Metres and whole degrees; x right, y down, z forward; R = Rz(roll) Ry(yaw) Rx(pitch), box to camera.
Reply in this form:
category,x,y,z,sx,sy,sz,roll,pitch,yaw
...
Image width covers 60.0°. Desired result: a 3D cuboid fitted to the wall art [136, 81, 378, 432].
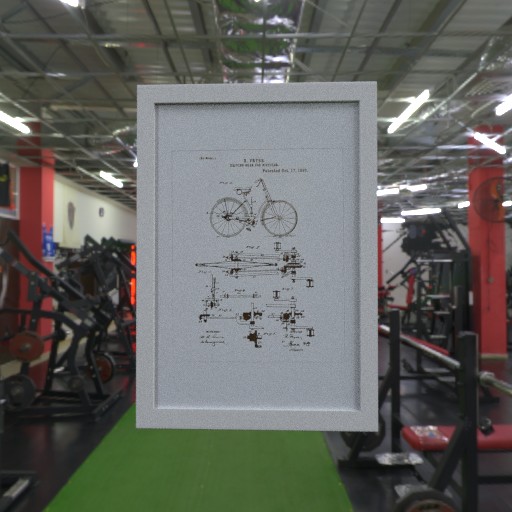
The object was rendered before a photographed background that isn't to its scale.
category,x,y,z,sx,sy,sz,roll,pitch,yaw
wall art,0.000,0.000,0.617,0.332,0.477,0.015,0,-1,2
